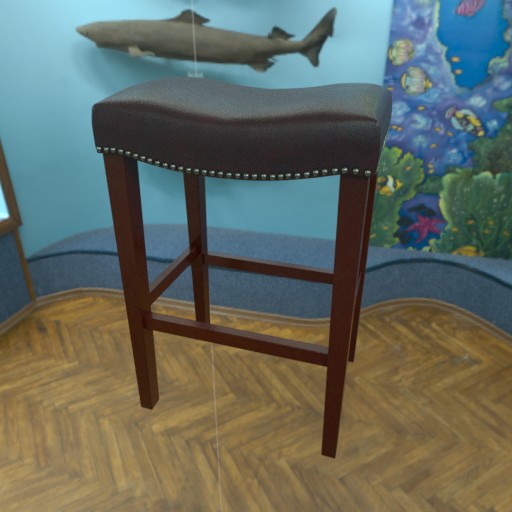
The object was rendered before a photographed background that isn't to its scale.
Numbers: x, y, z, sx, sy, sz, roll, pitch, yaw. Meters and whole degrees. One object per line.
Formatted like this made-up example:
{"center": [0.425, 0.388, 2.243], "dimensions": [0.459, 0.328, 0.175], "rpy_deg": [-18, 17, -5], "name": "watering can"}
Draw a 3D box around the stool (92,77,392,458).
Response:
{"center": [0.000, 0.000, 1.012], "dimensions": [0.504, 0.742, 0.372], "rpy_deg": [8, 29, 16], "name": "stool"}
